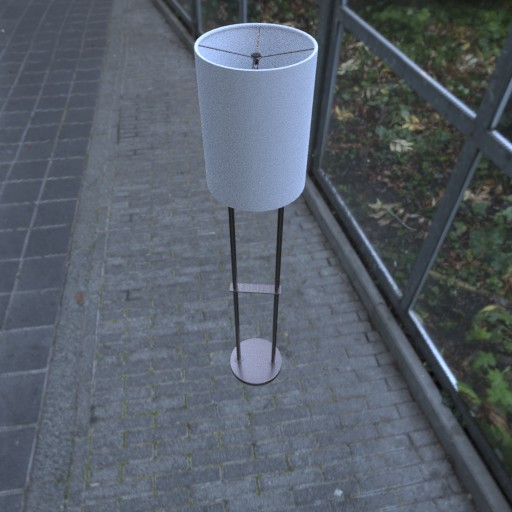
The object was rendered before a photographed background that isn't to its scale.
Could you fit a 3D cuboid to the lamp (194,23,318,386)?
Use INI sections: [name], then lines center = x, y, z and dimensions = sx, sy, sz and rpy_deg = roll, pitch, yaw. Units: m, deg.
[lamp]
center = 0.000, 0.000, 1.633
dimensions = 0.306, 1.500, 0.305
rpy_deg = 3, 46, 3
